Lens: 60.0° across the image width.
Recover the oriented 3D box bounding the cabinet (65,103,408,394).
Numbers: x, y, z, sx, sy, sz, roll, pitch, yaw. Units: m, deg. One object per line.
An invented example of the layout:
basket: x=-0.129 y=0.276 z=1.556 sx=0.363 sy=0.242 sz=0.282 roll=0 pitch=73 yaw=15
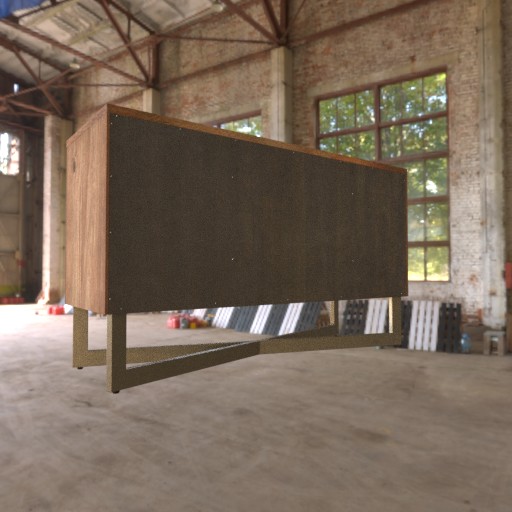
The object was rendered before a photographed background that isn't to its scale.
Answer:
cabinet: x=0.000 y=0.000 z=1.813 sx=1.373 sy=0.812 sz=0.480 roll=1 pitch=-2 yaw=-36
